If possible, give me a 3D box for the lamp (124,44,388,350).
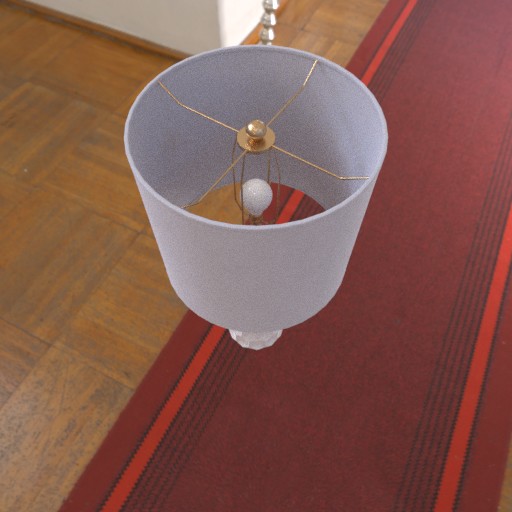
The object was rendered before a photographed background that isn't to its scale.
[{"bbox_3d":[0.000,0.000,0.697,0.277,0.537,0.277,-16,60,-10],"label":"lamp"}]
